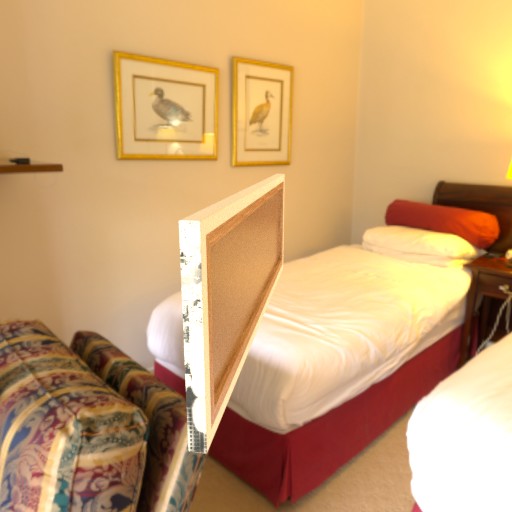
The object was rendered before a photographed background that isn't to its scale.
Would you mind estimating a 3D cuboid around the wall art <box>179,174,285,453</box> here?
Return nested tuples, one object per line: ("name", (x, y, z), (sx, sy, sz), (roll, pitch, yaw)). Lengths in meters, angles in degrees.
("wall art", (0.000, 0.000, 1.627), (0.044, 0.507, 1.520), (2, 14, 9))
